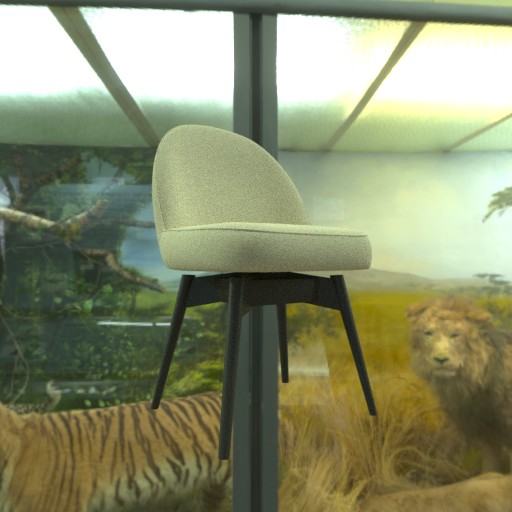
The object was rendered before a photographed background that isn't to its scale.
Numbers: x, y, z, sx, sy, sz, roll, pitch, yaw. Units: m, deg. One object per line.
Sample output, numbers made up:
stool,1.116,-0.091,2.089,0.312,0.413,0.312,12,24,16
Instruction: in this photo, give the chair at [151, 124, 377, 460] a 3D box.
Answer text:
chair,0.000,0.000,1.221,0.532,0.838,0.540,0,-1,-35
